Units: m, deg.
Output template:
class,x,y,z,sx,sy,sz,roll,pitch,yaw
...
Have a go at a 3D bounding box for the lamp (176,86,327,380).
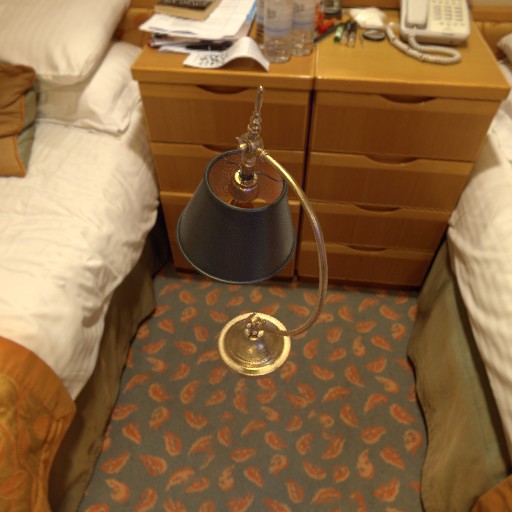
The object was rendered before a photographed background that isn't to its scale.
class,x,y,z,sx,sy,sz,roll,pitch,yaw
lamp,0.000,0.000,0.845,0.235,0.675,0.344,-31,54,-26
